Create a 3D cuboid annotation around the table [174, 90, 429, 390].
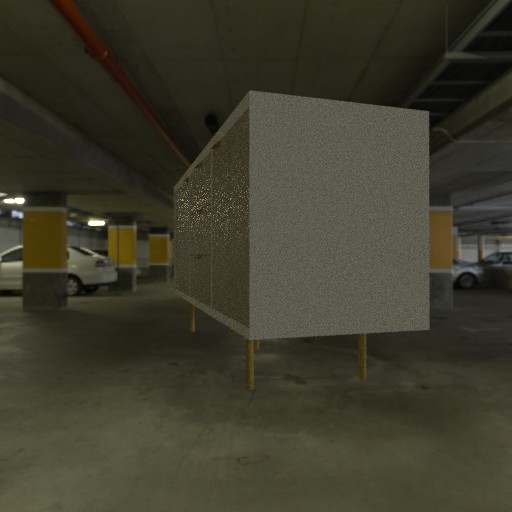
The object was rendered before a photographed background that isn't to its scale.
[{"bbox_3d":[0.000,0.000,1.829,0.508,0.769,1.500,0,0,-17],"label":"table"}]
